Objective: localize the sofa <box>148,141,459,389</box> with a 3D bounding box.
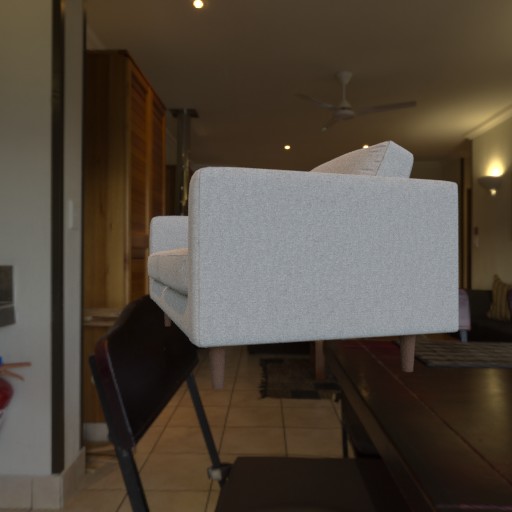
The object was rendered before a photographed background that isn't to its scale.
[{"bbox_3d":[0.000,0.000,2.283,1.000,0.900,1.731,0,0,-18],"label":"sofa"}]
